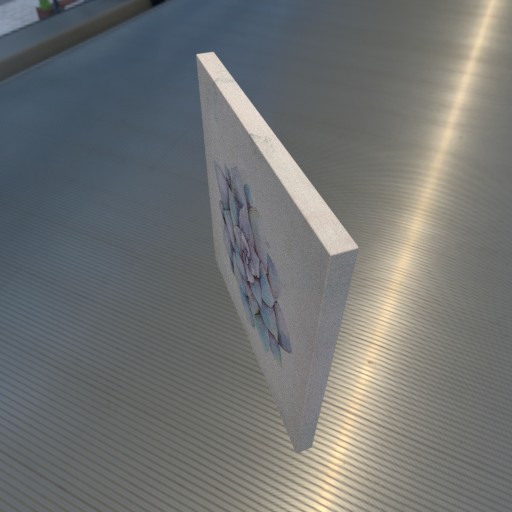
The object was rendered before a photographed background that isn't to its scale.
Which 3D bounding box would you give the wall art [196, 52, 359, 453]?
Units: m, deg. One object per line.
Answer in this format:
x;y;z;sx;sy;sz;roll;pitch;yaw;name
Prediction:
0.000;0.000;0.934;0.040;0.612;0.612;-15;48;-14;wall art
